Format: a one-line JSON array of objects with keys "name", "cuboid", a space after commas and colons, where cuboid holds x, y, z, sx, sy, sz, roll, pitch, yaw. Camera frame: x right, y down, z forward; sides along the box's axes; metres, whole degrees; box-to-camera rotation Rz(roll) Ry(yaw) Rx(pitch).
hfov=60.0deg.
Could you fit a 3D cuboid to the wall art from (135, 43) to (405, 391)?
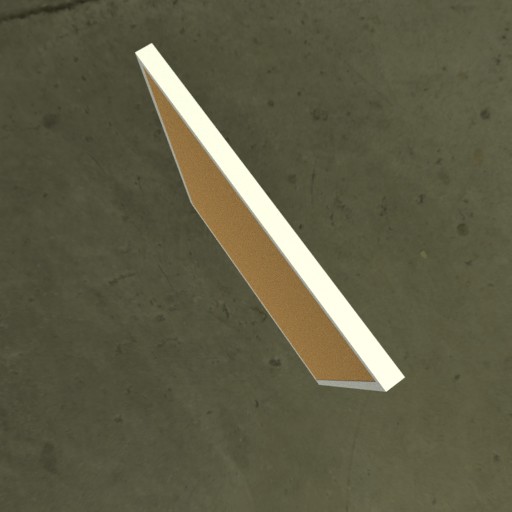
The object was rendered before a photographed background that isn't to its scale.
[{"name": "wall art", "cuboid": [0.000, 0.000, 1.141, 0.038, 0.762, 0.762, -34, 77, -9]}]
